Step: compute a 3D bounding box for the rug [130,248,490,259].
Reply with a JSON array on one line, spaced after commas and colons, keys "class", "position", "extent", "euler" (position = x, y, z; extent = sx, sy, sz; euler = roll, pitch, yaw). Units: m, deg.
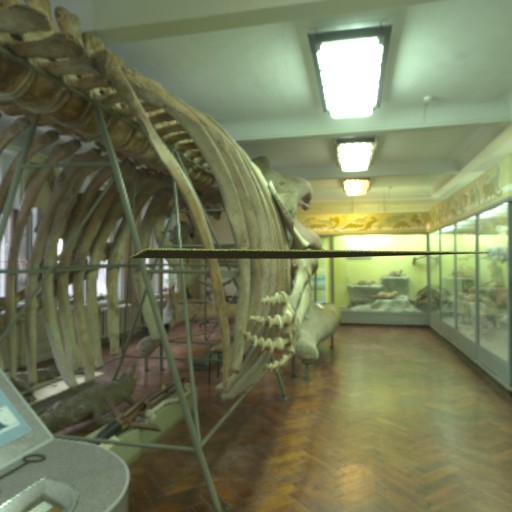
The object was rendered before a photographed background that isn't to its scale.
[{"class": "rug", "position": [0.000, 0.000, 2.881], "extent": [1.529, 0.007, 2.297], "euler": [0, -1, -17]}]
